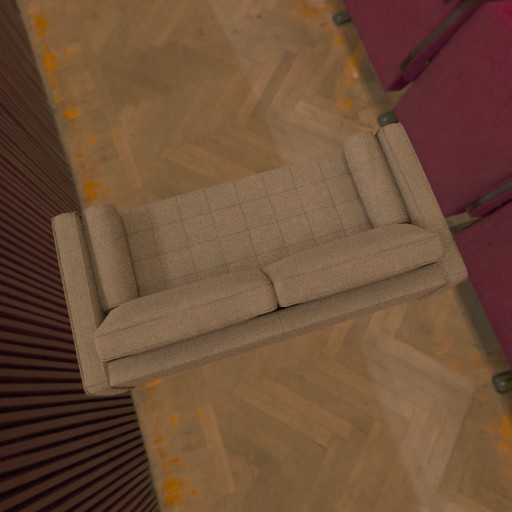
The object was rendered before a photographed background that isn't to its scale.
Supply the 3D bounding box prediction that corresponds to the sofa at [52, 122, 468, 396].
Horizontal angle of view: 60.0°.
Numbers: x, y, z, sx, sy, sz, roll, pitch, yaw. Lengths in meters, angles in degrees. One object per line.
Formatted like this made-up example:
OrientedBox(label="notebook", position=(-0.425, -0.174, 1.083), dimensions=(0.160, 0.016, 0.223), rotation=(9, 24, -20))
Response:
OrientedBox(label="sofa", position=(0.000, 0.000, 2.324), dimensions=(1.879, 0.762, 0.914), rotation=(-16, 74, -5))
